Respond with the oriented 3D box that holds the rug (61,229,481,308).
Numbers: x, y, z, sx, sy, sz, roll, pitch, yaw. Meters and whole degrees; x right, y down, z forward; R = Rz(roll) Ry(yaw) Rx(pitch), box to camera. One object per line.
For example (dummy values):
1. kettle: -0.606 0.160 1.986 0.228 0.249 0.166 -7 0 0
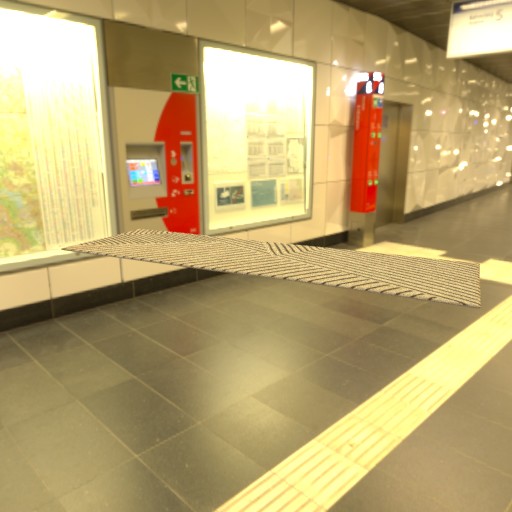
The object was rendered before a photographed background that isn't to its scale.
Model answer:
1. rug: 0.000 0.000 2.683 2.439 0.020 0.773 7 16 25
